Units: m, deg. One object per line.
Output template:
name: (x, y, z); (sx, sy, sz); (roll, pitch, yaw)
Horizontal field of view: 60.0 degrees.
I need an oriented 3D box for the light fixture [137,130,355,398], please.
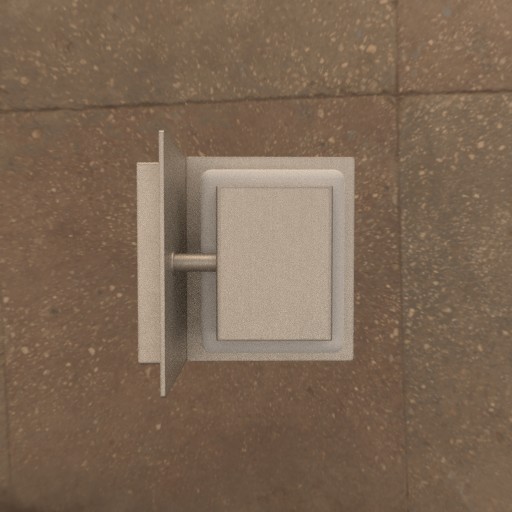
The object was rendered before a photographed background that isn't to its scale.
light fixture: (0.000, 0.000, 0.466); (0.160, 0.380, 0.168); (0, 92, -1)
